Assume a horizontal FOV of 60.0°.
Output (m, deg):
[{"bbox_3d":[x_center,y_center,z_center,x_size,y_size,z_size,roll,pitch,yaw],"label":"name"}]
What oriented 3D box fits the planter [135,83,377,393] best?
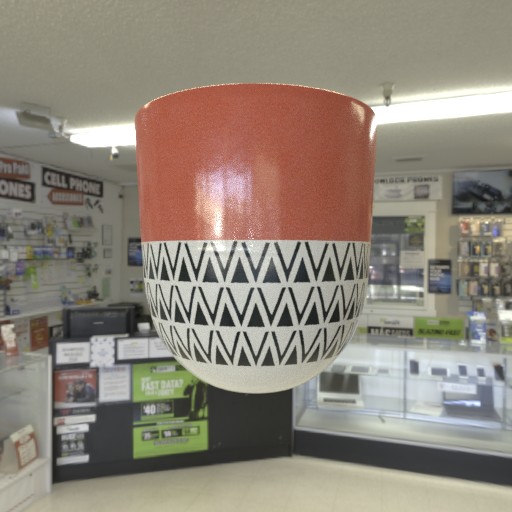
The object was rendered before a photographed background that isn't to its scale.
[{"bbox_3d":[0.000,0.000,0.370,0.195,0.214,0.195,0,0,0],"label":"planter"}]
